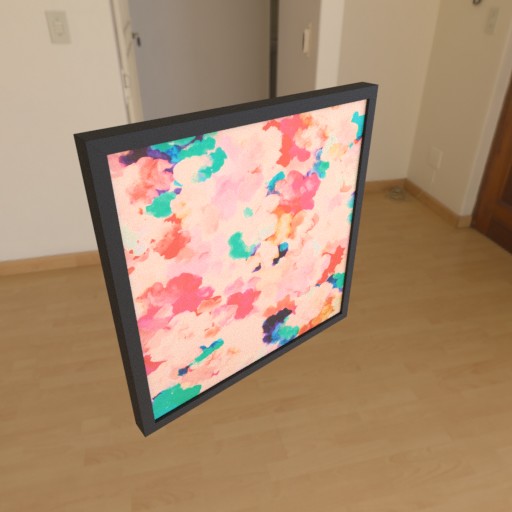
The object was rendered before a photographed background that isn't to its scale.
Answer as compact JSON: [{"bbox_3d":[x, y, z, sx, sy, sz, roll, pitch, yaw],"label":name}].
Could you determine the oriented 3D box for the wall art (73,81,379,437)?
[{"bbox_3d":[0.000,0.000,0.759,0.506,0.503,0.036,-23,38,-32],"label":"wall art"}]
